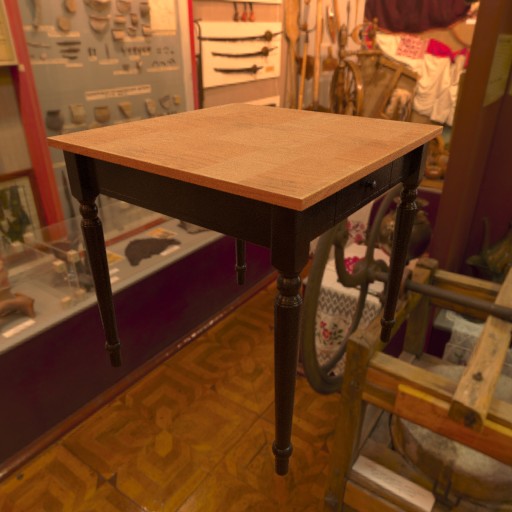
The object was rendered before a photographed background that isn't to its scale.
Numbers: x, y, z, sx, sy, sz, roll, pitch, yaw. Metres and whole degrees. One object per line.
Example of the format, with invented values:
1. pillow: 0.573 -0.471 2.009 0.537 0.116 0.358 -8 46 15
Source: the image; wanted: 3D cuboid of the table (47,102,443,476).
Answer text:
1. table: 0.000 0.000 1.339 0.747 0.738 0.747 19 33 32
